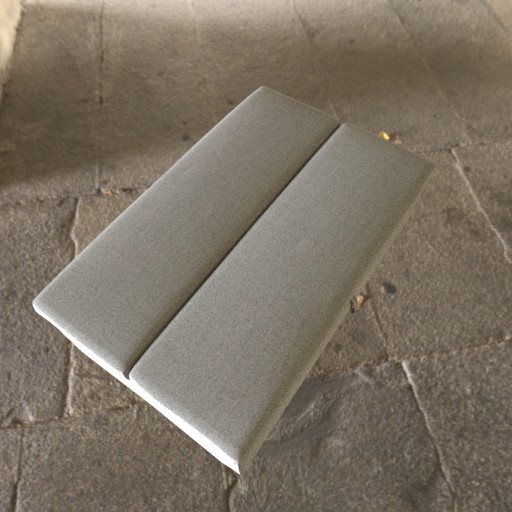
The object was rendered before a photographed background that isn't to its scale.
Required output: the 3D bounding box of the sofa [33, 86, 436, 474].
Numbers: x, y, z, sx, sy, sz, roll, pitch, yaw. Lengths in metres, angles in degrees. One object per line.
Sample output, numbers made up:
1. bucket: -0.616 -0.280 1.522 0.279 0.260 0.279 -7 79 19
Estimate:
1. sofa: 0.000 0.000 1.637 0.817 0.434 1.250 31 64 17
